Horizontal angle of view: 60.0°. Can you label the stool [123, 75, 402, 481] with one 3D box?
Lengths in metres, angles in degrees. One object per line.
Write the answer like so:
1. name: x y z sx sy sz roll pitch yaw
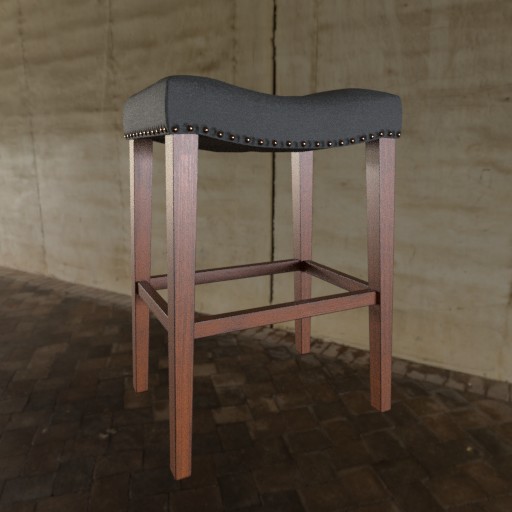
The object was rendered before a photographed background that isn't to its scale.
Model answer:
1. stool: 0.000 0.000 0.855 0.439 0.612 0.320 -6 15 -26
